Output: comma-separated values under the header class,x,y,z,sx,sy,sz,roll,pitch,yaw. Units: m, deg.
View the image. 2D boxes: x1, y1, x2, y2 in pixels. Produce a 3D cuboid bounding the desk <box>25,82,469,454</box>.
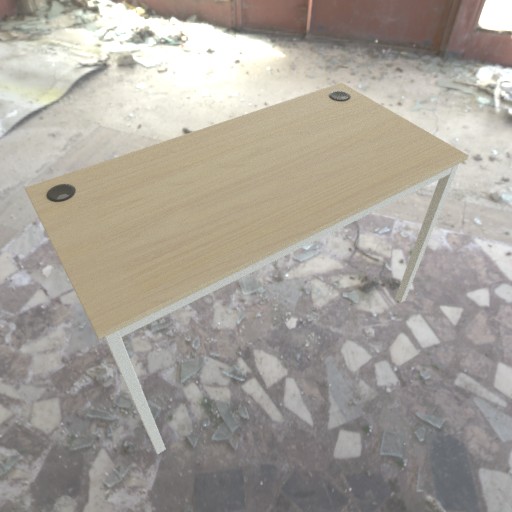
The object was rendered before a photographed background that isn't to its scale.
class,x,y,z,sx,sy,sz,roll,pitch,yaw
desk,0.000,0.000,1.600,1.200,0.750,0.600,-26,52,-22
